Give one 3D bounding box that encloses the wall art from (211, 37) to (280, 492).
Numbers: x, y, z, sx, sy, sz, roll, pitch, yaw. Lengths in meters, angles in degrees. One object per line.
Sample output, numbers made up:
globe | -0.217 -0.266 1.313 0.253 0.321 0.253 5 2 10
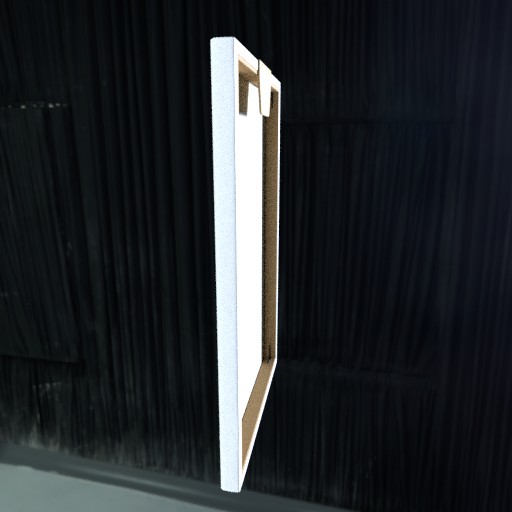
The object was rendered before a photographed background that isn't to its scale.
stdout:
wall art | 0.000 0.000 1.131 0.048 0.902 0.602 3 15 10
